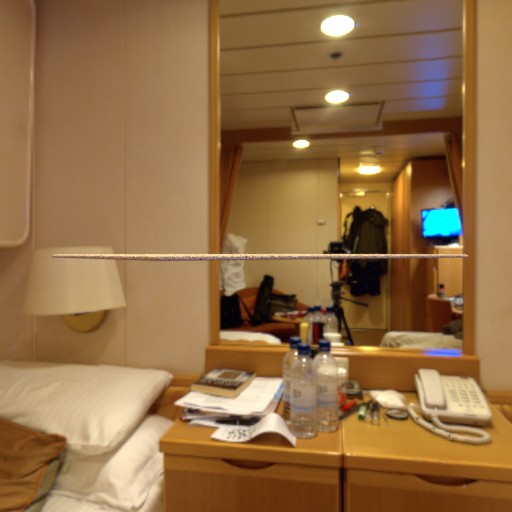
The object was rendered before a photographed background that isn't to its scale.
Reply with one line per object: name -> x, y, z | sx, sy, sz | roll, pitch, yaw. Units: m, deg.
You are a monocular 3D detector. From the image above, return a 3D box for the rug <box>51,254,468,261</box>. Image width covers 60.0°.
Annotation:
rug -> 0.000, 0.000, 4.128 | 3.047, 0.029, 2.438 | 0, 0, -36
